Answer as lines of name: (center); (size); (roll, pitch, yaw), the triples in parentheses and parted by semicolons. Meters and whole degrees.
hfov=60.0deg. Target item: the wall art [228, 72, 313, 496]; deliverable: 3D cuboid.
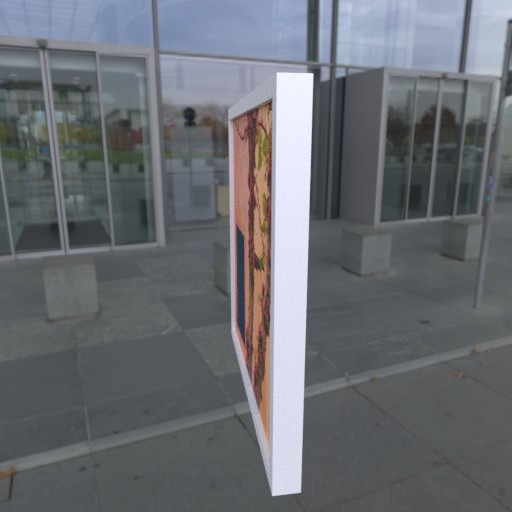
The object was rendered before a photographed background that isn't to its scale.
wall art: (0.000, 0.000, 0.753); (0.038, 0.508, 0.507); (-2, 14, -9)
